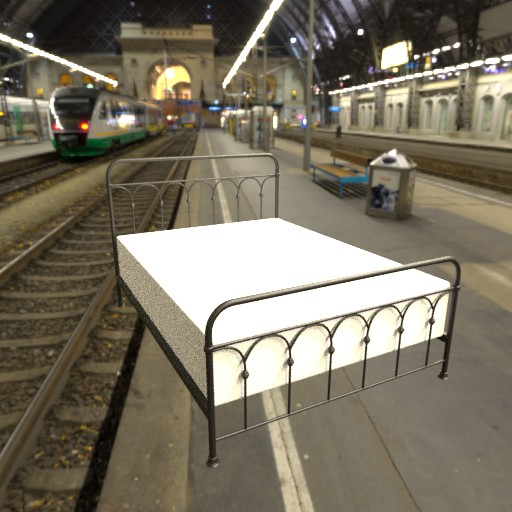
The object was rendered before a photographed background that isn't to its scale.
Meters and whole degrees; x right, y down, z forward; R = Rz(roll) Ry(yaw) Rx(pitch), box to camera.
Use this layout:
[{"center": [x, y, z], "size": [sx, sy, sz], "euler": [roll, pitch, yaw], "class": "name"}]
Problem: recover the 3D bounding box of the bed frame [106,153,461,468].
[{"center": [0.000, 0.000, 3.205], "size": [1.664, 1.276, 2.203], "euler": [-9, 19, -27], "class": "bed frame"}]
